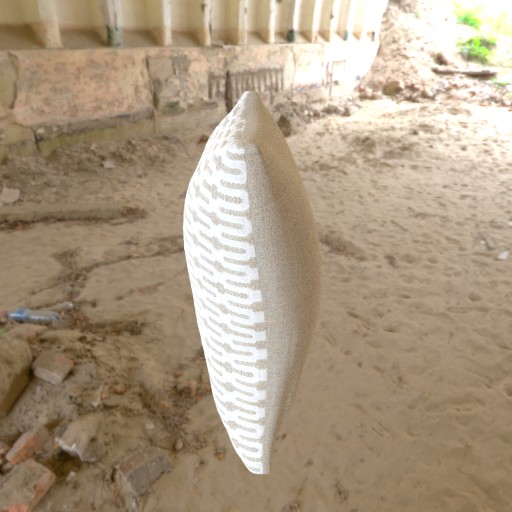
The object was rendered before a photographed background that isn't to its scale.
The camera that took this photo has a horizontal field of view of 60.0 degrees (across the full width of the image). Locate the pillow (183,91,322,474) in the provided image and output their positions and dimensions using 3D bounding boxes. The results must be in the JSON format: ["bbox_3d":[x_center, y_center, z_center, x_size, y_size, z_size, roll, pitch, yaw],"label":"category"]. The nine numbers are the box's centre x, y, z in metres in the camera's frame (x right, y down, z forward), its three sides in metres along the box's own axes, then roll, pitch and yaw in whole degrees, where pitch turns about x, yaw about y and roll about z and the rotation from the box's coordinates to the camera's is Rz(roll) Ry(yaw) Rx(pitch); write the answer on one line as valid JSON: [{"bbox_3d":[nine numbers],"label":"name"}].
[{"bbox_3d":[0.000,0.000,0.769,0.219,0.491,0.496,0,26,0],"label":"pillow"}]
